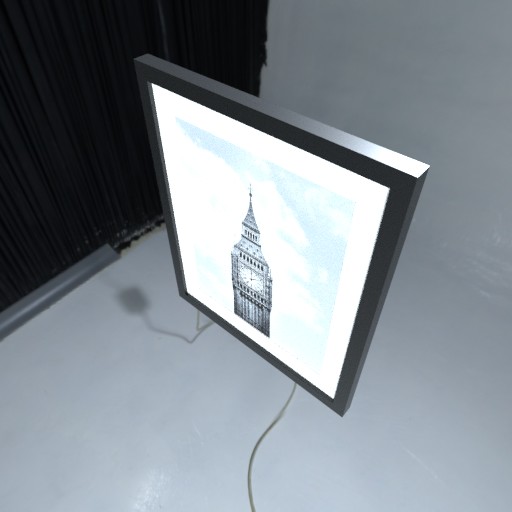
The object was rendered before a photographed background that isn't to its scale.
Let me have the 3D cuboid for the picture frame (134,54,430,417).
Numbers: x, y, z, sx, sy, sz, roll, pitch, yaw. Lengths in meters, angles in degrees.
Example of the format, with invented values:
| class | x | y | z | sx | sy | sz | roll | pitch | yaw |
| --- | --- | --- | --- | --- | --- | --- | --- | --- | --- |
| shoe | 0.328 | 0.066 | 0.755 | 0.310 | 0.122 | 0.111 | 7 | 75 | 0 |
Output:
| class | x | y | z | sx | sy | sz | roll | pitch | yaw |
| --- | --- | --- | --- | --- | --- | --- | --- | --- | --- |
| picture frame | 0.000 | 0.000 | 0.764 | 0.460 | 0.556 | 0.028 | 32 | 53 | 27 |
